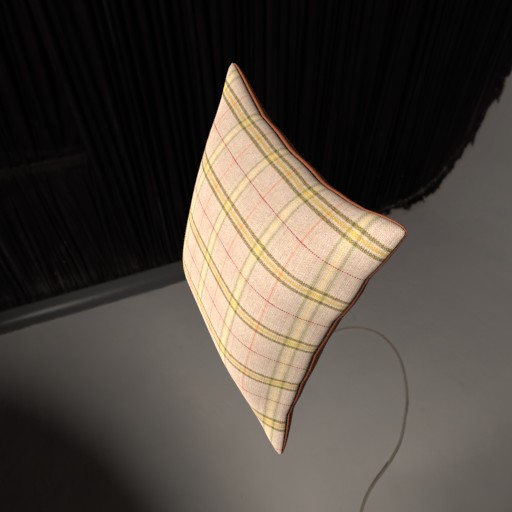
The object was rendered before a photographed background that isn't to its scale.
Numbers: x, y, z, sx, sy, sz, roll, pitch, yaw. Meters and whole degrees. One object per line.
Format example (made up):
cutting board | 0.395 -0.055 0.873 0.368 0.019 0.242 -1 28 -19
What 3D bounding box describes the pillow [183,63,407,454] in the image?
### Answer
pillow | 0.000 0.000 0.703 0.200 0.430 0.453 -17 47 -17
